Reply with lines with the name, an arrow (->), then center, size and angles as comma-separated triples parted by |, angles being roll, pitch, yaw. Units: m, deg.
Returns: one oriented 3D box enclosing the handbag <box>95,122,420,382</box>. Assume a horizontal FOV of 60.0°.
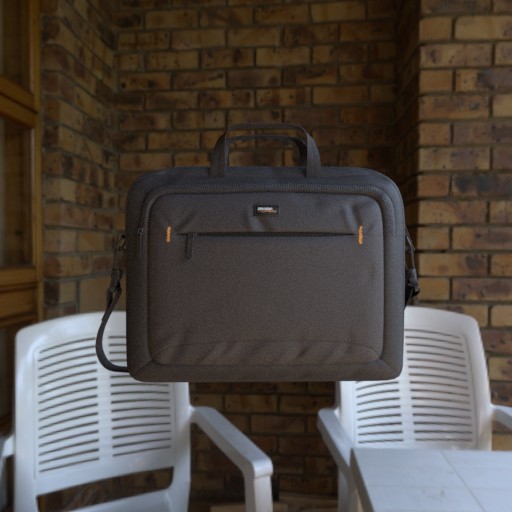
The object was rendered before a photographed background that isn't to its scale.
handbag -> 0.000, 0.000, 0.427 | 0.320, 0.244, 0.089 | 0, 1, -1
